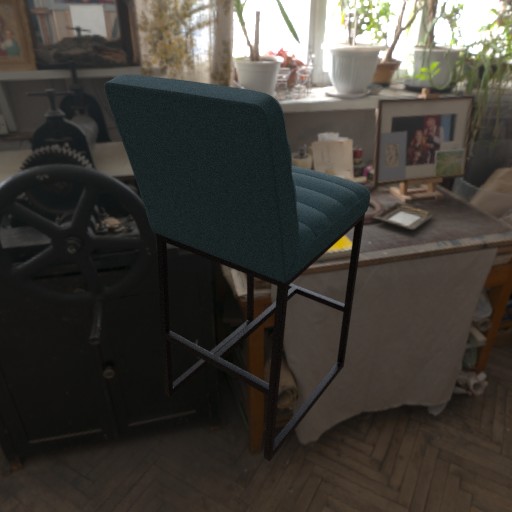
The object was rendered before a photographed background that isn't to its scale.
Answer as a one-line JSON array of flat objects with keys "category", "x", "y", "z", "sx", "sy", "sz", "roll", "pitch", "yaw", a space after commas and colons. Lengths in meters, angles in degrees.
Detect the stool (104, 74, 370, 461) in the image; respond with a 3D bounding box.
[{"category": "stool", "x": 0.000, "y": 0.000, "z": 1.324, "sx": 0.460, "sy": 1.040, "sz": 0.560, "roll": 20, "pitch": 36, "yaw": 31}]
